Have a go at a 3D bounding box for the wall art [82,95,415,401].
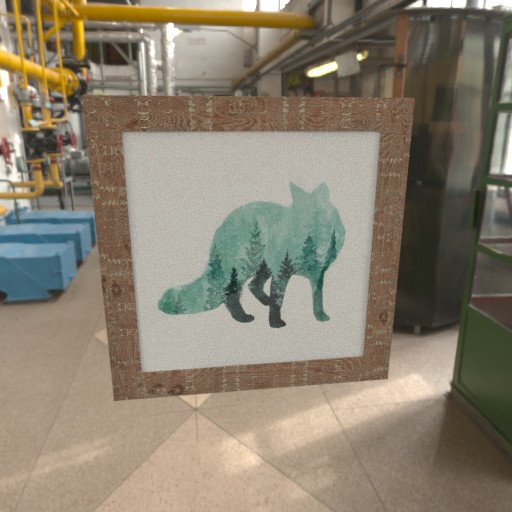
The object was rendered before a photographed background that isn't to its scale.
[{"bbox_3d":[0.000,0.000,0.568,0.384,0.384,0.012,-2,17,-8],"label":"wall art"}]
